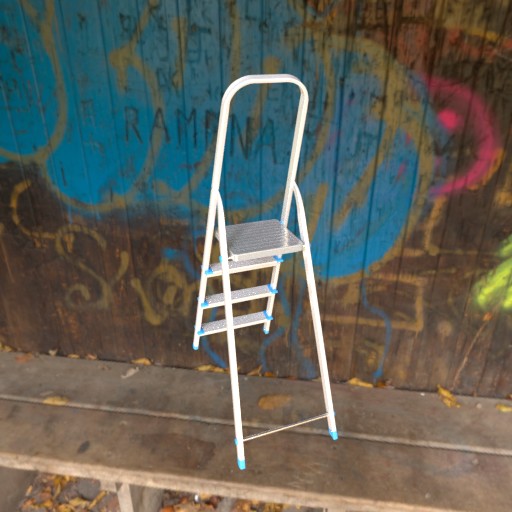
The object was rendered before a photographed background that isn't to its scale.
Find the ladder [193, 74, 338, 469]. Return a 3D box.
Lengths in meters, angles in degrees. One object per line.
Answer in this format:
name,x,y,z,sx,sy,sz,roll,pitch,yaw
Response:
ladder,0.000,0.000,1.866,0.445,1.434,0.842,-9,28,-18
